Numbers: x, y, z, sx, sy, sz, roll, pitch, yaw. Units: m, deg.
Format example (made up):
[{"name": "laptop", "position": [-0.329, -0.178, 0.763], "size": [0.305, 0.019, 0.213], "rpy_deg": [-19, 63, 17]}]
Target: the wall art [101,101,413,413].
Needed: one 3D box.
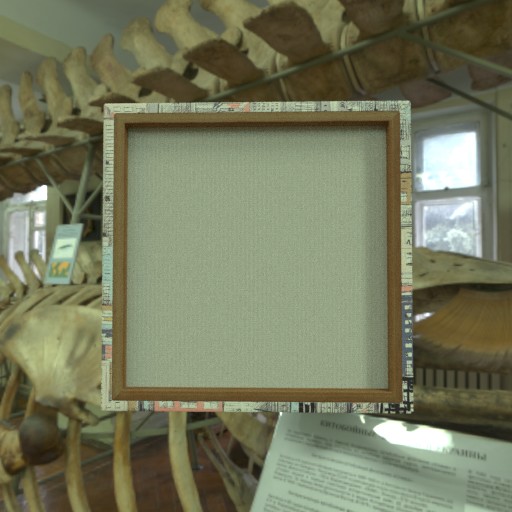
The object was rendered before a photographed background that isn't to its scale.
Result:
[{"name": "wall art", "position": [0.000, 0.000, 1.108], "size": [0.761, 0.762, 0.048], "rpy_deg": [0, -1, 2]}]
